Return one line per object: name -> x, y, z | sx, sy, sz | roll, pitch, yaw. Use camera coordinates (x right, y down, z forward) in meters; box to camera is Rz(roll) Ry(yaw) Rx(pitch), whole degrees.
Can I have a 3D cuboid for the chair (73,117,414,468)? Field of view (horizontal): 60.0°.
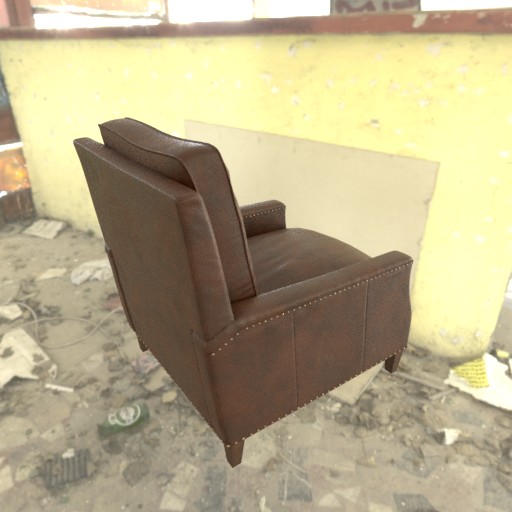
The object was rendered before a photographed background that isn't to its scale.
chair -> 0.000, 0.000, 1.752 | 1.035, 1.054, 0.854 | -17, 30, -32
